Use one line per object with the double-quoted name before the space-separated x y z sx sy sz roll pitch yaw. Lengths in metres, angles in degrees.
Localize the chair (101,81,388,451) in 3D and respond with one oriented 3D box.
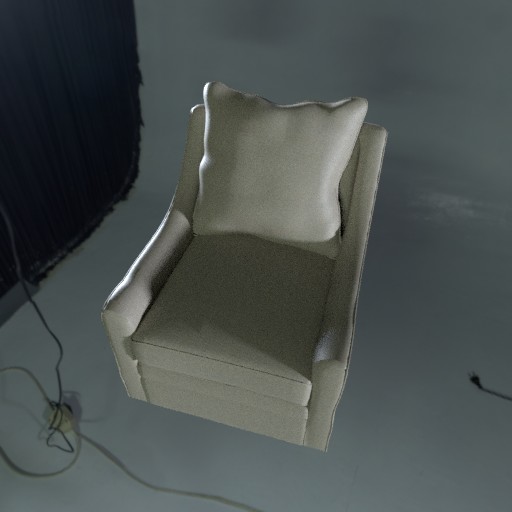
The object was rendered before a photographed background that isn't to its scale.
"chair" 0.000 0.000 1.598 0.760 0.942 0.876 11 43 12
